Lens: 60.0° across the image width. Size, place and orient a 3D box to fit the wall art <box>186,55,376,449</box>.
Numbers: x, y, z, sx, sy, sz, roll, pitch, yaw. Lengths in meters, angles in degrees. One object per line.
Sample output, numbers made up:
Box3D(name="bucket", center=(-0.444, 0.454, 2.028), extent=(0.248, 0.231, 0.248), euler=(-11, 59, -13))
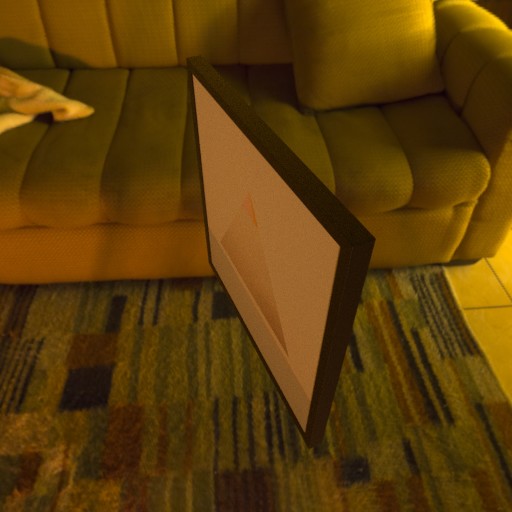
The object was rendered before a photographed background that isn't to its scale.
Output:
Box3D(name="wall art", center=(0.000, 0.000, 0.785), extent=(0.028, 0.511, 0.513), euler=(-18, 48, -17))
